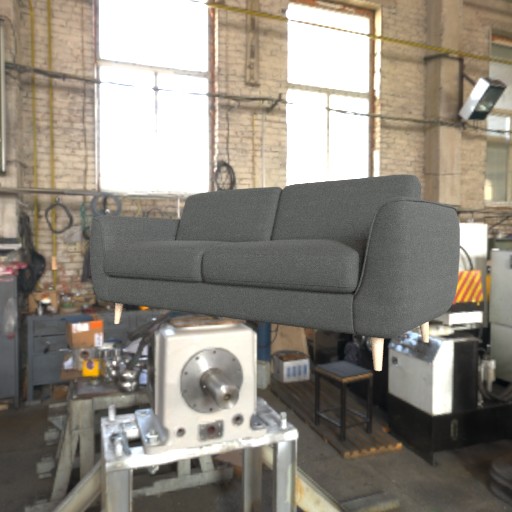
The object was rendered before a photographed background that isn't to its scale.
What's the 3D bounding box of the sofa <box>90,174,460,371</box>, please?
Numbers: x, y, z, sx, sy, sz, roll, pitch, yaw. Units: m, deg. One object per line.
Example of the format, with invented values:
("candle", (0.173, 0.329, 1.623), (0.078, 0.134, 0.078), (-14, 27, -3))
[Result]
("sofa", (0.000, 0.000, 2.477), (2.000, 0.850, 0.920), (1, 2, 37))
